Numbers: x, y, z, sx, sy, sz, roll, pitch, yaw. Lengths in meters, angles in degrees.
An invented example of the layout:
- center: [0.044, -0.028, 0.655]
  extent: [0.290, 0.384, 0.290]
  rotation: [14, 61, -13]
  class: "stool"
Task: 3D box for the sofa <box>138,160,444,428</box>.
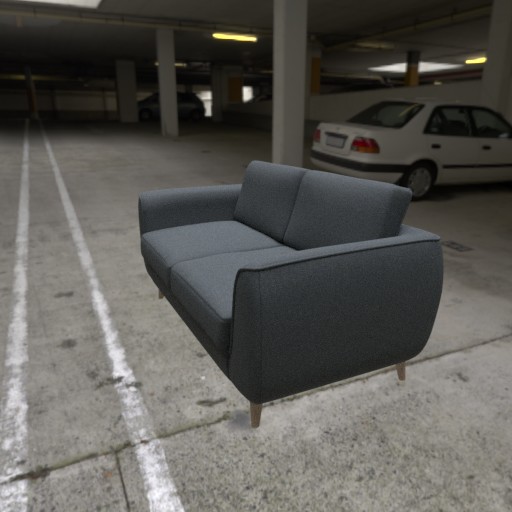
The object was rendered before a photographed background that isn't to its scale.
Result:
- center: [0.000, 0.000, 2.269]
  extent: [0.920, 0.850, 1.700]
  rotation: [-8, 19, -25]
  class: "sofa"
